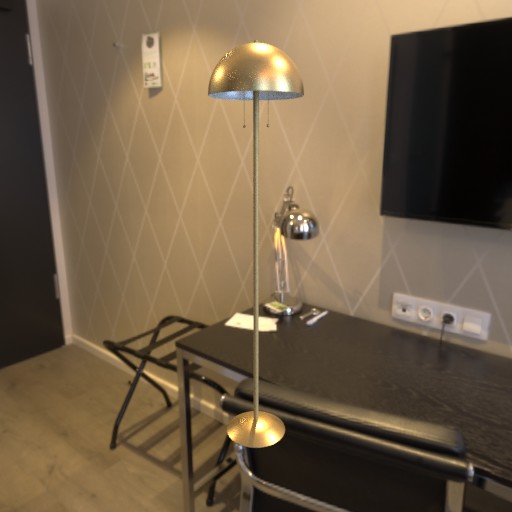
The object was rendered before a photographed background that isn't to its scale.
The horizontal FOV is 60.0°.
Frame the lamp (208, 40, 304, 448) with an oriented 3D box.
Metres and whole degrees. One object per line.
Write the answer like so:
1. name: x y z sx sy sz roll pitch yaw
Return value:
1. lamp: 0.000 0.000 1.660 0.328 1.480 0.328 2 14 9
